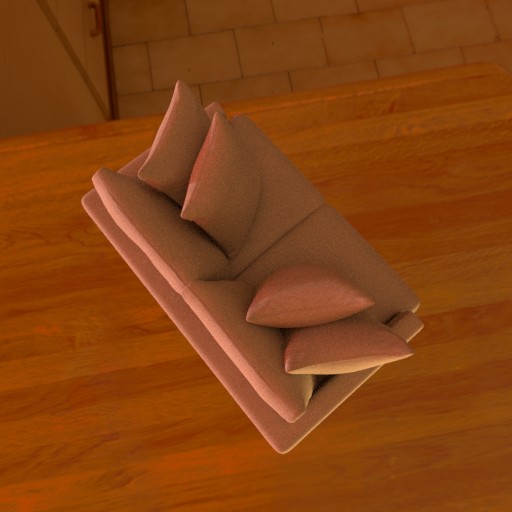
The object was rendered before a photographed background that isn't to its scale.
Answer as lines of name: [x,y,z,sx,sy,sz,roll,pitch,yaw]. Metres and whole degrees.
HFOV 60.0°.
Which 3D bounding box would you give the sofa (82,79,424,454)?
sofa: [0.000,0.000,2.663,1.228,1.080,1.869,-39,78,-10]
